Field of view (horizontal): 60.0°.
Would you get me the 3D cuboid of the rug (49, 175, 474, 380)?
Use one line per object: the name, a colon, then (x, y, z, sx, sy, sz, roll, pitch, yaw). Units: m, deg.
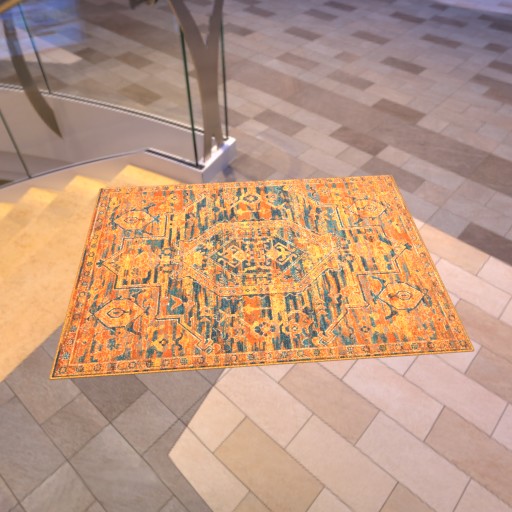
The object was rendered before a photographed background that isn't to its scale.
rug: (0.000, 0.000, 3.718, 2.916, 0.019, 2.043, -3, 47, -3)
